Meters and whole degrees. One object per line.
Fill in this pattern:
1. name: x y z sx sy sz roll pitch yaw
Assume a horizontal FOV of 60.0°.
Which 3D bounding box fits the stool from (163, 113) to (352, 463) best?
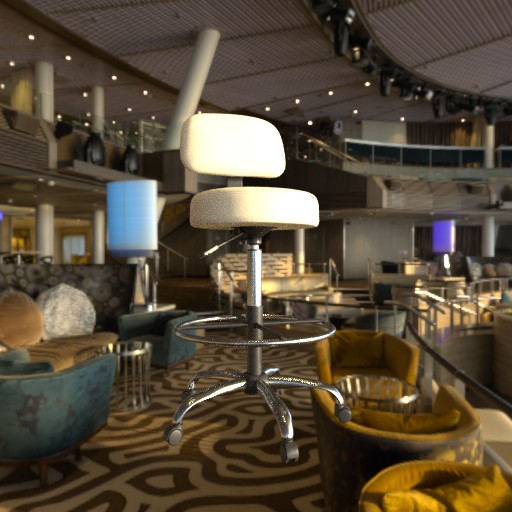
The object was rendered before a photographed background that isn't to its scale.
1. stool: 0.000 0.000 1.433 0.609 1.080 0.616 0 0 -18
